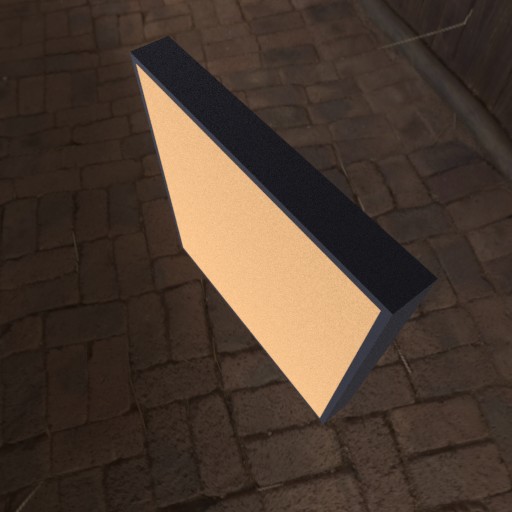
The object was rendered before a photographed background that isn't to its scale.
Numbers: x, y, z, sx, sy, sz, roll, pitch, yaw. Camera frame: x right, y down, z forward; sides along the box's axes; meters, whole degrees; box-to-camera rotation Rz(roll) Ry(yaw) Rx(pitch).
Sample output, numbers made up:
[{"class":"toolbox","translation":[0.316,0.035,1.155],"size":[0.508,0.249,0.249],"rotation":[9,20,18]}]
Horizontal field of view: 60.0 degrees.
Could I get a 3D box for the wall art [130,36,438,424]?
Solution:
[{"class":"wall art","translation":[0.000,0.000,0.447],"size":[0.038,0.304,0.304],"rotation":[-33,64,-19]}]
